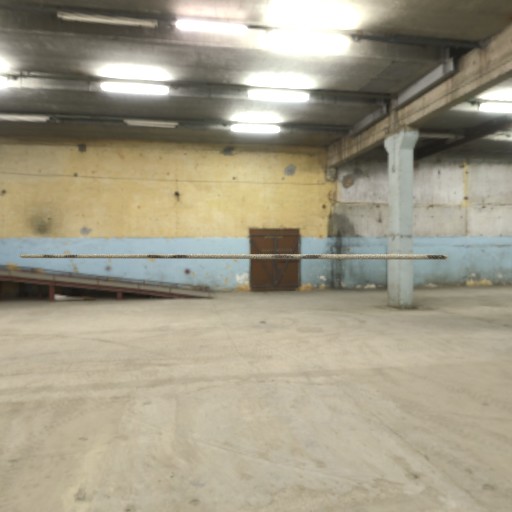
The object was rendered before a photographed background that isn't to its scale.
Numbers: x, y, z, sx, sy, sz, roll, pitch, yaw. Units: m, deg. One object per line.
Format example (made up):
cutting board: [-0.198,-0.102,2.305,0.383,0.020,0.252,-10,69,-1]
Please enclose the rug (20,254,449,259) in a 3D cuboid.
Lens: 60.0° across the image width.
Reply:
rug: [0.000,0.000,4.001,3.000,0.026,2.399,0,0,18]
